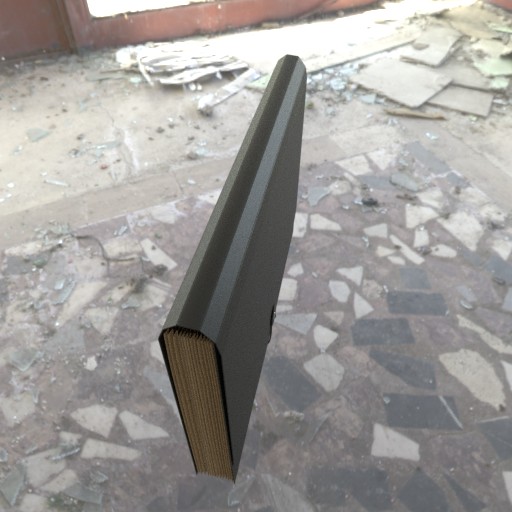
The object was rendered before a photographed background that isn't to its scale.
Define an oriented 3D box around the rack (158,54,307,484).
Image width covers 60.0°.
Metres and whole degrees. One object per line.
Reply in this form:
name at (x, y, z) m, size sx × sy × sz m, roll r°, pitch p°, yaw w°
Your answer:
rack at (0.000, 0.000, 0.418) m, size 0.041 × 0.241 × 0.330 m, roll 9°, pitch 47°, yaw 8°
